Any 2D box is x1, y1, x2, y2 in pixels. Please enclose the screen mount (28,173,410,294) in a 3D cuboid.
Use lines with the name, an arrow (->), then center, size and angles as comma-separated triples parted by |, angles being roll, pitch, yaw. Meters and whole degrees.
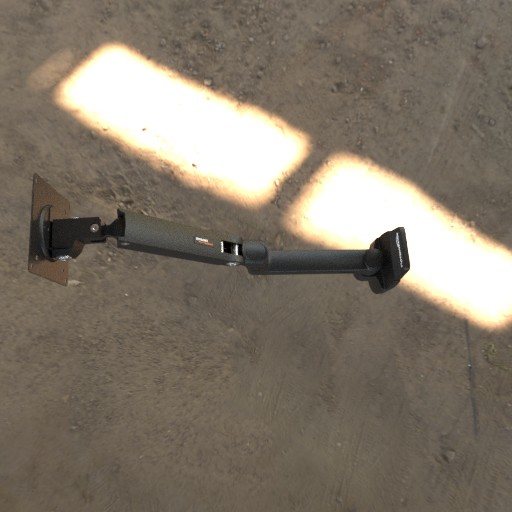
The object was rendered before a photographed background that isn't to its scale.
screen mount -> 0.000, 0.000, 0.715 | 0.495, 0.466, 0.115 | -3, 77, -1
